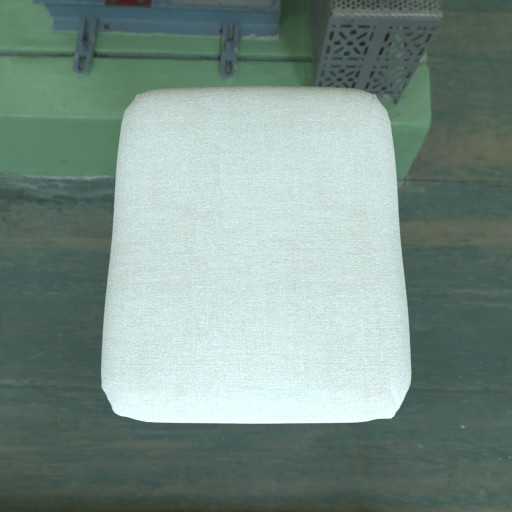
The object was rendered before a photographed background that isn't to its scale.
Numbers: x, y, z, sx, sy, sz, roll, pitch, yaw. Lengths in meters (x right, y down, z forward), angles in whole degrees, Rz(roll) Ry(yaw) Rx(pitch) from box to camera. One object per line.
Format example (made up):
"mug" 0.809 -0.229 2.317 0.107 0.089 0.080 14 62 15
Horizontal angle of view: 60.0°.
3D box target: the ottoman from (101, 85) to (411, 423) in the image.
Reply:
"ottoman" 0.000 0.000 1.083 0.622 0.450 0.747 0 75 0
